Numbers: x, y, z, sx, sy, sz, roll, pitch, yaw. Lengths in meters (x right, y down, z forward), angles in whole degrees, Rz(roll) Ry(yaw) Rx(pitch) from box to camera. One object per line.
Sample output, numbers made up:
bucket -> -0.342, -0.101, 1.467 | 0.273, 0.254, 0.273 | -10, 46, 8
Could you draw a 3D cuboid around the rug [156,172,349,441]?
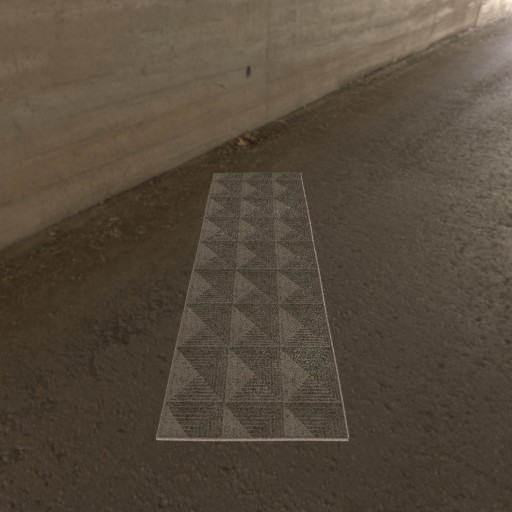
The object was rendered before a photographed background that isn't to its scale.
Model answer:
rug -> 0.000, 0.000, 2.366 | 0.645, 0.015, 2.182 | 0, 34, 0
